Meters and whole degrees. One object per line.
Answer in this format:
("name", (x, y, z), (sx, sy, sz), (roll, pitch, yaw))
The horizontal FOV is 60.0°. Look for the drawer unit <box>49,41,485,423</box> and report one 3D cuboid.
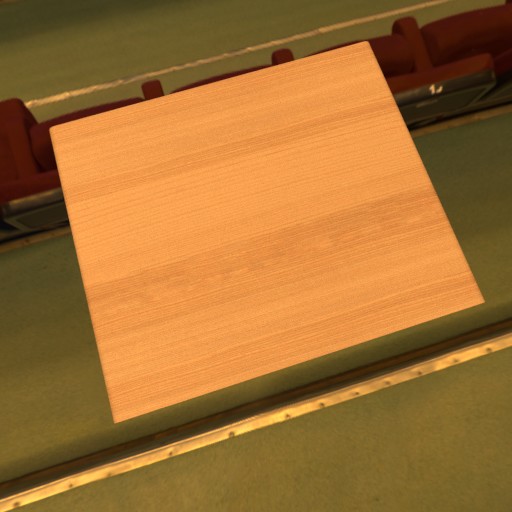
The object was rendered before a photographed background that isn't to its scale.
("drawer unit", (0.000, 0.000, 0.585), (0.344, 0.344, 0.290), (-17, 76, -4))
